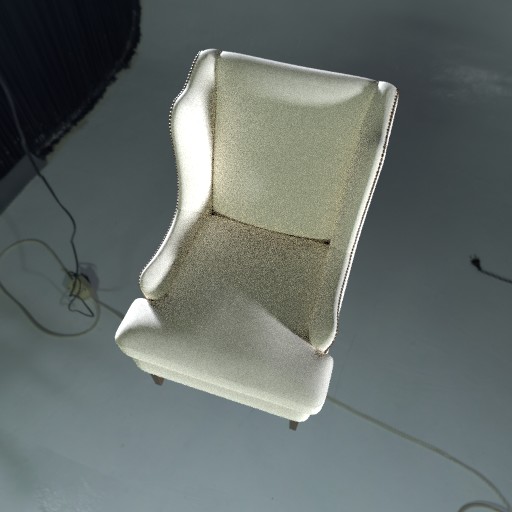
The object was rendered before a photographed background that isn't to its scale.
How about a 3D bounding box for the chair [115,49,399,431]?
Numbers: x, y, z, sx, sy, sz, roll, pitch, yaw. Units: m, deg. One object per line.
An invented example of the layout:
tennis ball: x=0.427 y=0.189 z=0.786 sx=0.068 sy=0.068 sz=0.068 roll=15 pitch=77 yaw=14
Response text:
chair: x=0.000 y=0.000 z=1.647 sx=0.737 sy=1.029 sz=0.940 roll=15 pitch=59 yaw=10
